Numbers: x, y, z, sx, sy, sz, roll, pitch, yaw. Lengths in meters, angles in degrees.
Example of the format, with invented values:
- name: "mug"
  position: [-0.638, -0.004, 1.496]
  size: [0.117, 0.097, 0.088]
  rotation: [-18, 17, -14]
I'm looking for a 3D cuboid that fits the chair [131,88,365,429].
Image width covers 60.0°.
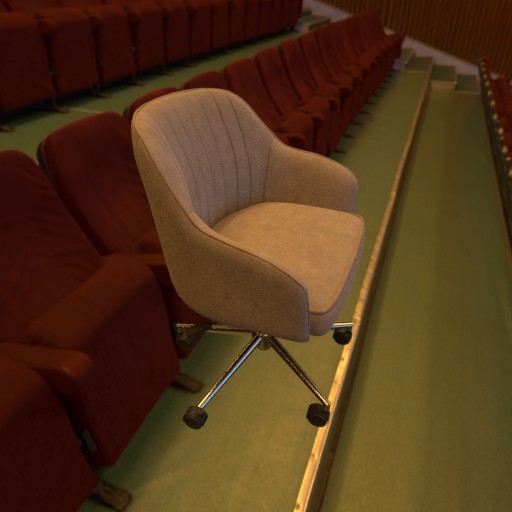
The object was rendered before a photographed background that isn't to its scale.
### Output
- name: "chair"
  position: [0.000, 0.000, 1.272]
  size: [0.573, 0.831, 0.635]
  rotation: [11, 34, 17]
